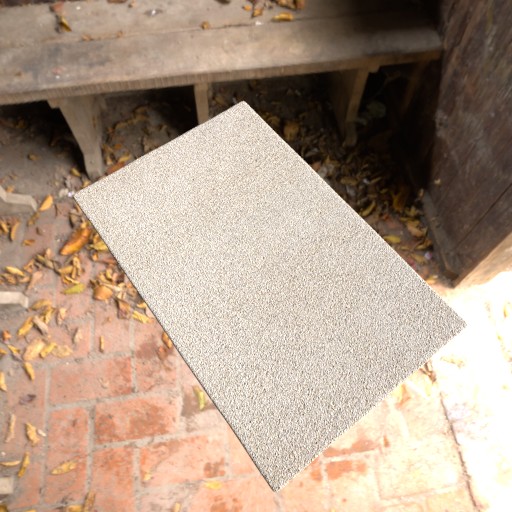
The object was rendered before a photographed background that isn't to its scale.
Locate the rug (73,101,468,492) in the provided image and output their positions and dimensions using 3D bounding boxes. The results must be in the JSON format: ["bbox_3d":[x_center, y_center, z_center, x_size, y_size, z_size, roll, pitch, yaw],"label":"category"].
[{"bbox_3d":[0.000,0.000,3.441,1.778,0.030,2.743,-34,68,-16],"label":"rug"}]
